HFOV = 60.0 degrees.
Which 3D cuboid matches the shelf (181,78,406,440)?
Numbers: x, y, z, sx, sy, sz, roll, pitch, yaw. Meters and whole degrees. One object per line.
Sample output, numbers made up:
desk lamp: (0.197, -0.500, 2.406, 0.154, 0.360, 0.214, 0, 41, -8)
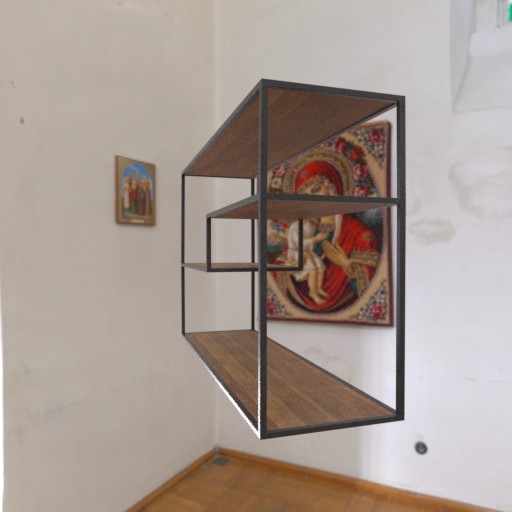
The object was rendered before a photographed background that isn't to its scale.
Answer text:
shelf: (0.000, 0.000, 1.563, 0.361, 0.765, 1.201, 0, 1, -18)
